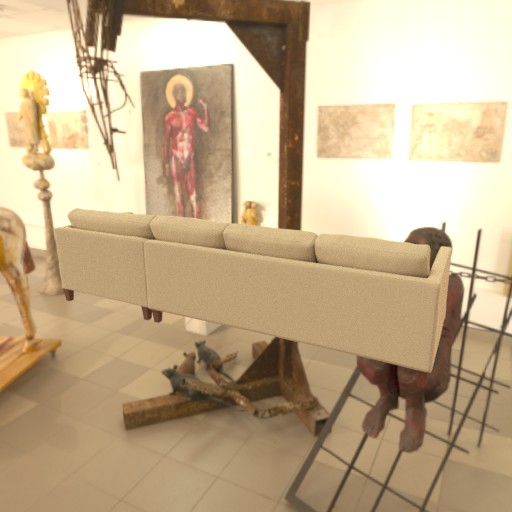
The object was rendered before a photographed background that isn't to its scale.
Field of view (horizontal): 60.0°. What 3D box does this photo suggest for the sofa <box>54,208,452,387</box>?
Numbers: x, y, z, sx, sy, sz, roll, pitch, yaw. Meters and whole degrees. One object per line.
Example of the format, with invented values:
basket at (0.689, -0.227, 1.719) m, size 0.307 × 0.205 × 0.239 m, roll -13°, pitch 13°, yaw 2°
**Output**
sofa at (0.000, 0.000, 3.950) m, size 3.186 × 0.861 × 1.625 m, roll 8°, pitch 18°, yaw 26°
